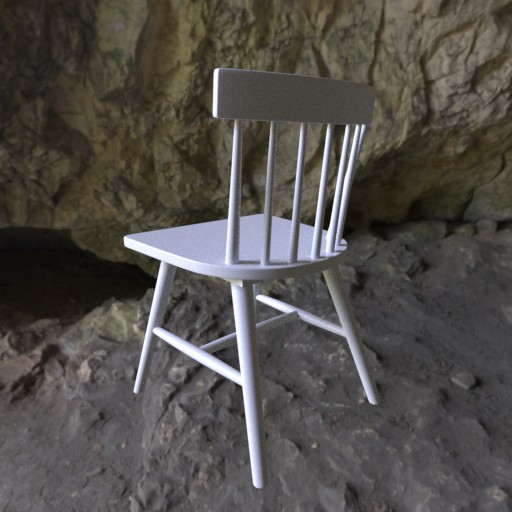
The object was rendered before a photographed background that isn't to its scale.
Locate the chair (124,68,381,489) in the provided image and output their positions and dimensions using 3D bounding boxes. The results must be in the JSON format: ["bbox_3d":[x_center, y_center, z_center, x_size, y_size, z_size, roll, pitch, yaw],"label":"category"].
[{"bbox_3d":[0.000,0.000,1.094,0.483,0.787,0.500,-14,20,-42],"label":"chair"}]
